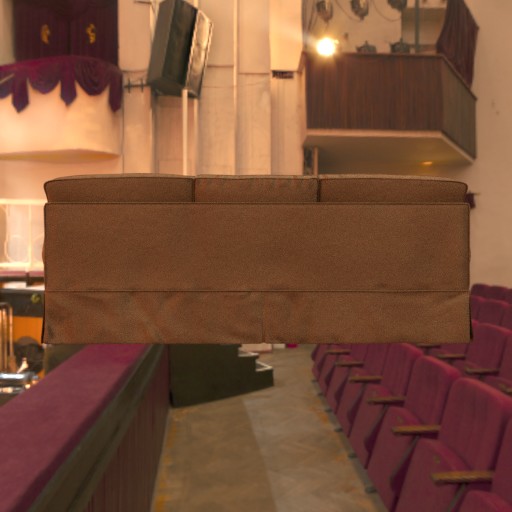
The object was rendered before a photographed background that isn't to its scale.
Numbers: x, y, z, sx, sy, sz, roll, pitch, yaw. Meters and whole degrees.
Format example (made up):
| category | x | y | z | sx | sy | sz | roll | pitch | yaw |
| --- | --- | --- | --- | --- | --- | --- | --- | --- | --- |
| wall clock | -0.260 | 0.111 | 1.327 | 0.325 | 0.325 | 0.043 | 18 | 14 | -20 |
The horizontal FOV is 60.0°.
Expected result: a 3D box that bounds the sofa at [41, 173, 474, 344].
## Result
| category | x | y | z | sx | sy | sz | roll | pitch | yaw |
| --- | --- | --- | --- | --- | --- | --- | --- | --- | --- |
| sofa | 0.000 | 0.000 | 3.308 | 2.475 | 0.978 | 1.733 | 0 | 0 | -1 |
